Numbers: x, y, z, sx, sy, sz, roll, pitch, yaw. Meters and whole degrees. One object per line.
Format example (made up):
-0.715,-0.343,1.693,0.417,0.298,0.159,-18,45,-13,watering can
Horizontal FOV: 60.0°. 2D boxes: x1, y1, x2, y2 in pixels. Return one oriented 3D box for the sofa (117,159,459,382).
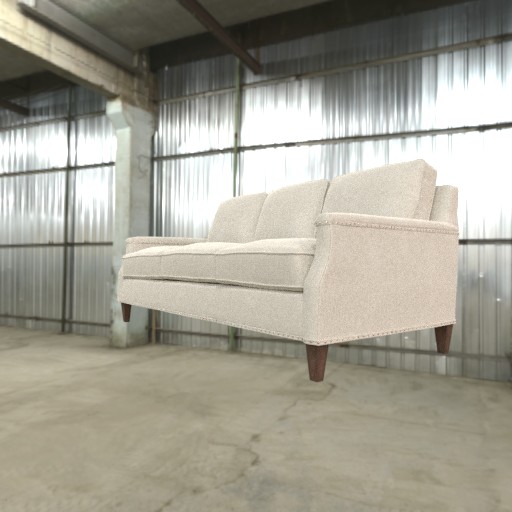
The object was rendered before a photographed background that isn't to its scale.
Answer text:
0.000,0.000,2.870,1.084,1.003,2.246,1,-1,-36,sofa
